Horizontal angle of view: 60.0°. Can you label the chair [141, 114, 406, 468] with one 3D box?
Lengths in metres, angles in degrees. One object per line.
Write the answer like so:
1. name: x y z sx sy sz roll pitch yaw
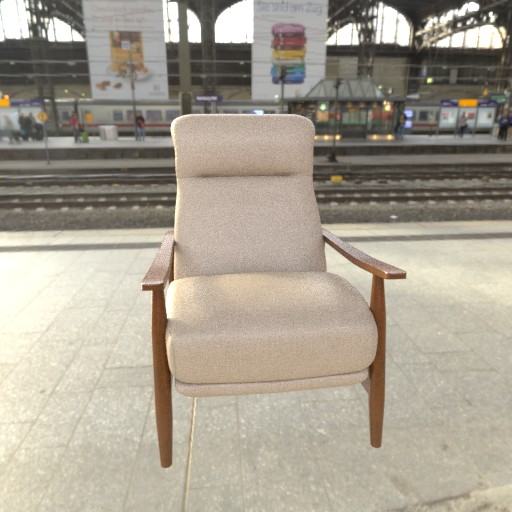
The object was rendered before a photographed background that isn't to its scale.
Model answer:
1. chair: 0.000 0.000 1.753 0.762 1.082 1.030 -2 17 -7
